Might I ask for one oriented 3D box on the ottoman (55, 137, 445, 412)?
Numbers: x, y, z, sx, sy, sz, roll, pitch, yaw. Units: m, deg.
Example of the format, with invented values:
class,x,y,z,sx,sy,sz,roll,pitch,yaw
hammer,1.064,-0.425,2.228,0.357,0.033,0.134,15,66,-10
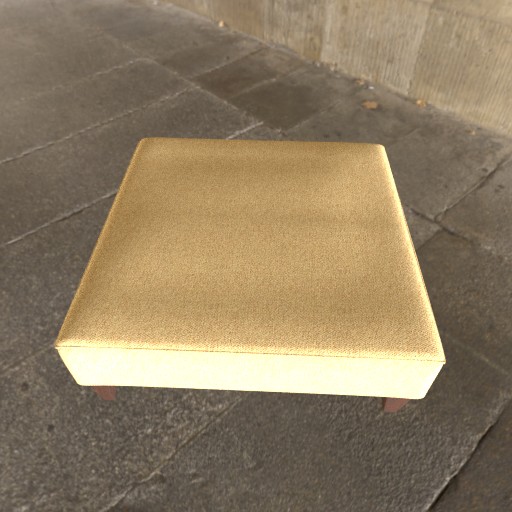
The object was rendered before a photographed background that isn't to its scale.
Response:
class,x,y,z,sx,sy,sz,roll,pitch,yaw
ottoman,0.000,0.000,1.520,0.970,0.378,0.981,2,46,2
